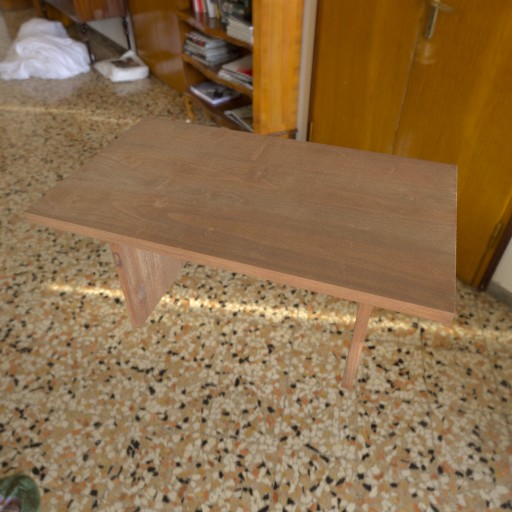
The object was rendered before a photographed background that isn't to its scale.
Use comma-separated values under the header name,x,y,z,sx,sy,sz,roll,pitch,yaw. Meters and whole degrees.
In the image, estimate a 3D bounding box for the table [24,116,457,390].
name,x,y,z,sx,sy,sz,roll,pitch,yaw
table,0.000,0.000,2.136,1.609,0.780,0.946,13,43,14
